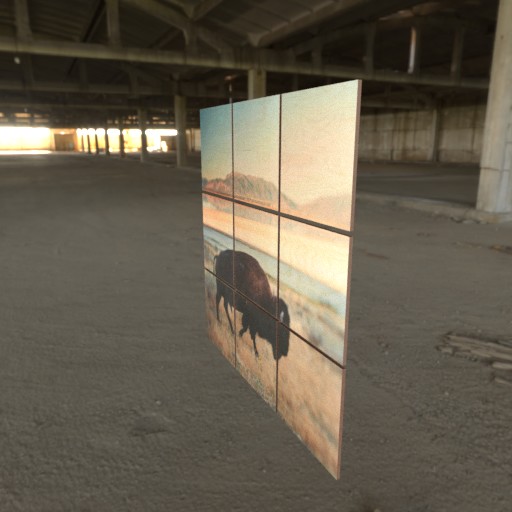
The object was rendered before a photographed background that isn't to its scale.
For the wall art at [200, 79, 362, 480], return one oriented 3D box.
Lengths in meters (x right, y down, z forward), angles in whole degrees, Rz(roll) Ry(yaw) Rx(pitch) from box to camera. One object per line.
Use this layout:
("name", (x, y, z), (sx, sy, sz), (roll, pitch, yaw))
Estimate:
("wall art", (0.000, 0.000, 1.821), (0.019, 1.218, 1.221), (-7, 16, -25))
